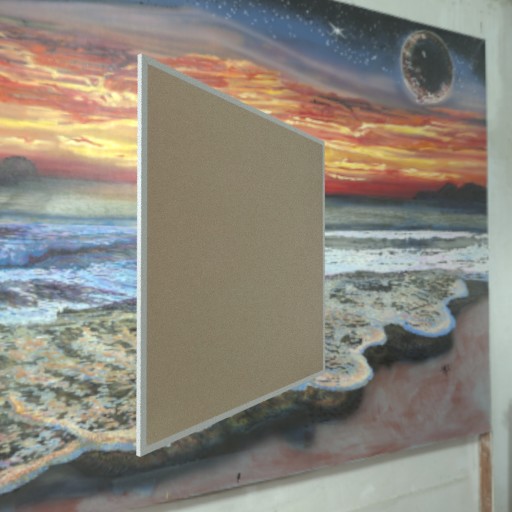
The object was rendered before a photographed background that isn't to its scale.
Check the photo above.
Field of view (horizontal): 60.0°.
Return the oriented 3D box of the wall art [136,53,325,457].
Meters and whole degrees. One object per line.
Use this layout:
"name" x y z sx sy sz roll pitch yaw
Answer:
"wall art" 0.000 0.000 0.688 0.007 0.456 0.456 -1 -1 36
